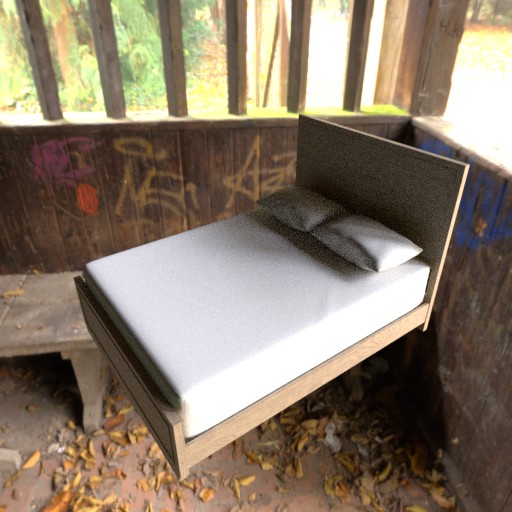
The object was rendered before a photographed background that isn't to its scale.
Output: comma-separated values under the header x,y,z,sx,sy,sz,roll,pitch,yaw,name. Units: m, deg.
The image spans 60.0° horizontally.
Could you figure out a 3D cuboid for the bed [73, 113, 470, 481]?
x,y,z,sx,sy,sz,roll,pitch,yaw,name
0.000,0.000,3.178,2.189,1.369,1.606,-21,37,-30,bed
